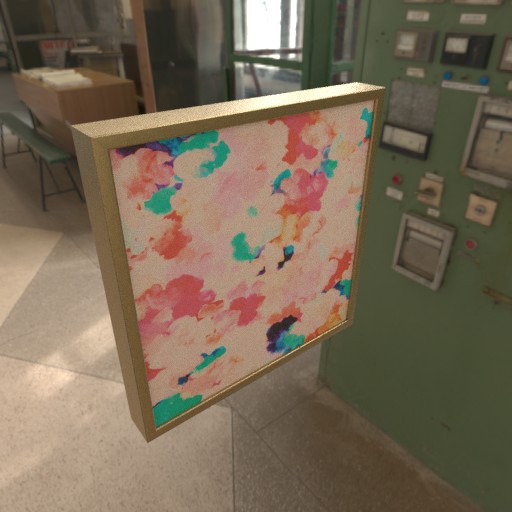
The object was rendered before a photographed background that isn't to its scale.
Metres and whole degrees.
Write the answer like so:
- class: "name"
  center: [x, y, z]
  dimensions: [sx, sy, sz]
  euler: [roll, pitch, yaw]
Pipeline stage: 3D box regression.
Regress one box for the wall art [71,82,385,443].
- class: "wall art"
  center: [0.000, 0.000, 0.458]
  dimensions: [0.304, 0.305, 0.038]
  euler: [-21, 36, -32]
